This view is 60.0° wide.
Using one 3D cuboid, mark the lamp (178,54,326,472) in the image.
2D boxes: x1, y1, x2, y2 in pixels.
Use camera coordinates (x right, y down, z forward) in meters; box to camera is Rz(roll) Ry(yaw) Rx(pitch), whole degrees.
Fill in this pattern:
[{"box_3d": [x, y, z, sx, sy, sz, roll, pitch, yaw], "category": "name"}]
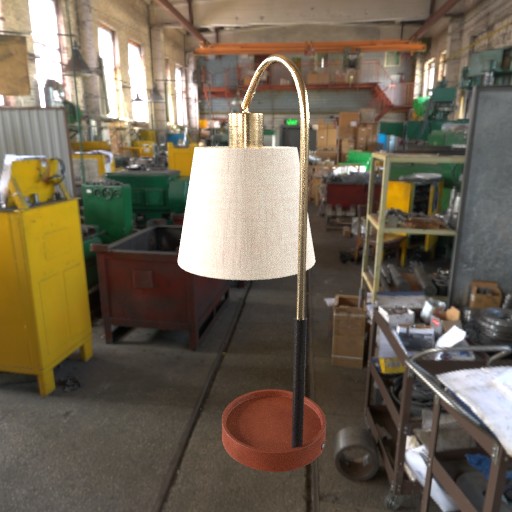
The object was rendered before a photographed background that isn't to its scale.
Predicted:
[{"box_3d": [0.000, 0.000, 0.656, 0.211, 0.536, 0.273, -8, 17, -26], "category": "lamp"}]
